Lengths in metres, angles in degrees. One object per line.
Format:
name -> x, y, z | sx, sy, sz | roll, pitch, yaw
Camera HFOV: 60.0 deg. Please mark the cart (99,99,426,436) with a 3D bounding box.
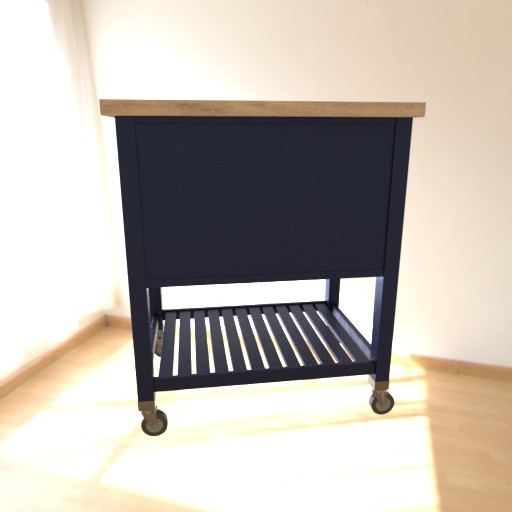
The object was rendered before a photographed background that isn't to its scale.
cart -> 0.000, 0.000, 1.445 | 0.797, 0.920, 0.567 | -2, 16, -8
